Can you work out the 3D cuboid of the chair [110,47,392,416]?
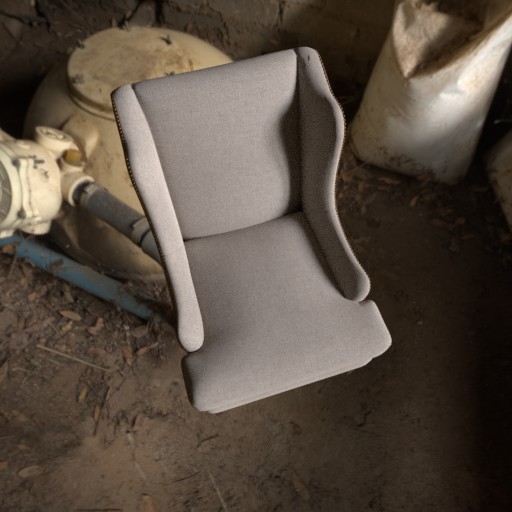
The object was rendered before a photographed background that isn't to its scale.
[{"bbox_3d":[0.000,0.000,1.664,0.737,1.029,0.940,-15,65,-7],"label":"chair"}]
